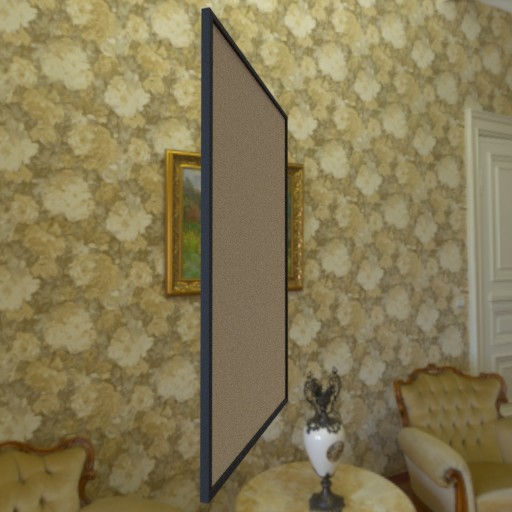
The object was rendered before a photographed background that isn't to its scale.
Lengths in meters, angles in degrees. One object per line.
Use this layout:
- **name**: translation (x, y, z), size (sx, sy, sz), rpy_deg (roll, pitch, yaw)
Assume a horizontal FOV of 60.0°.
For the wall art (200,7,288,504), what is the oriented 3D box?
- **wall art**: translation (0.000, 0.000, 0.810), size (0.013, 0.660, 0.460), rpy_deg (0, -1, 17)
